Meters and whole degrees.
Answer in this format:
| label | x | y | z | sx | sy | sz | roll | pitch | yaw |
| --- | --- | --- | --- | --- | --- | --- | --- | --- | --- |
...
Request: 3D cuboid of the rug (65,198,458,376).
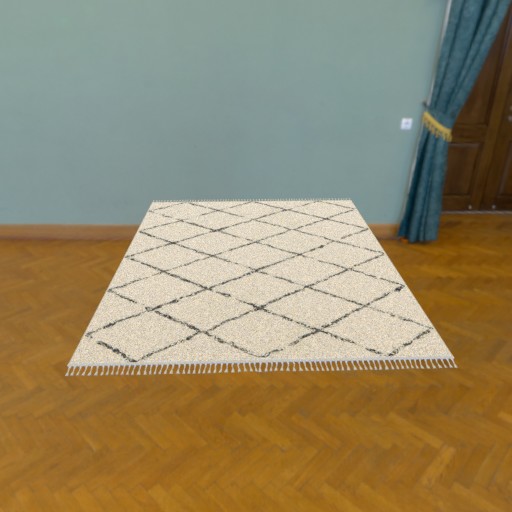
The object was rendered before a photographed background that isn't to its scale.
| label | x | y | z | sx | sy | sz | roll | pitch | yaw |
| --- | --- | --- | --- | --- | --- | --- | --- | --- | --- |
| rug | 0.000 | 0.000 | 4.004 | 2.380 | 0.013 | 3.051 | -1 | 27 | -2 |
